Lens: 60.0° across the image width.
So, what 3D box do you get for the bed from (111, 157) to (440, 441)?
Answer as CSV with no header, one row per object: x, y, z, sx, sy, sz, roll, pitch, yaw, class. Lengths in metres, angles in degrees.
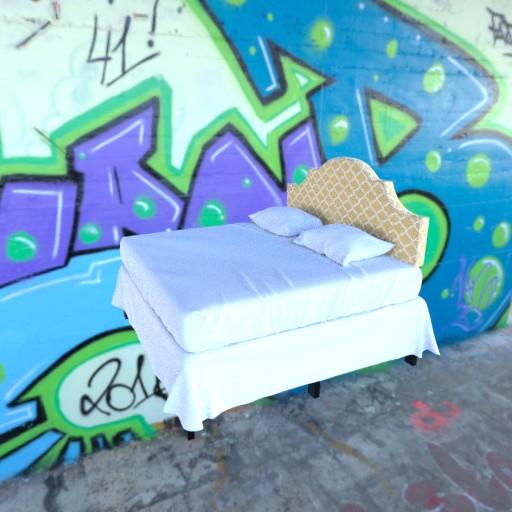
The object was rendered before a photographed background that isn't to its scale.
0.000,0.000,3.855,2.222,1.601,2.314,-9,20,-26,bed
